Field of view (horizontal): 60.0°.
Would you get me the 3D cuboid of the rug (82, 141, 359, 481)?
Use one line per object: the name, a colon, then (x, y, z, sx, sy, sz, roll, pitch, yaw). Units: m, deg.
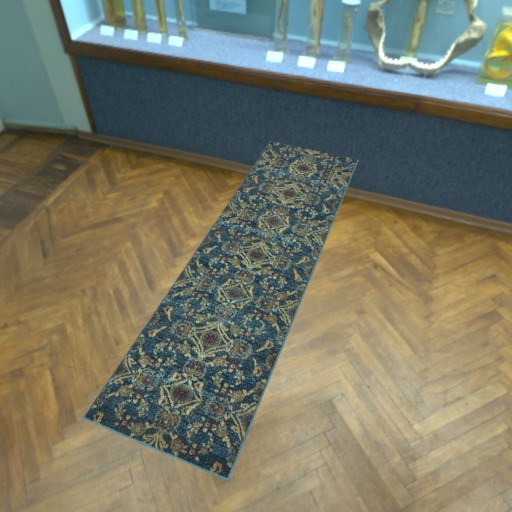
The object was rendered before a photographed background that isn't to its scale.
rug: (0.000, 0.000, 2.520, 0.685, 0.014, 2.292, 16, 49, 15)
